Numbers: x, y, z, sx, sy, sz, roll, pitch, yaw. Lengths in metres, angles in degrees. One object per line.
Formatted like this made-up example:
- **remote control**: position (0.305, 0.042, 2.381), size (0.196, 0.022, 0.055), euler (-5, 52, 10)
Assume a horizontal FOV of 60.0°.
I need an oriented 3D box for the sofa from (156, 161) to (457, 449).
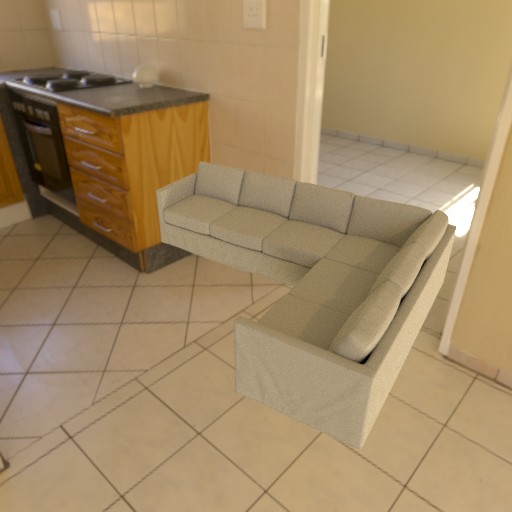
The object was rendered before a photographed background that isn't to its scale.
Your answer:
- **sofa**: position (0.000, 0.000, 4.335), size (3.182, 0.871, 2.432), euler (18, 34, 28)
